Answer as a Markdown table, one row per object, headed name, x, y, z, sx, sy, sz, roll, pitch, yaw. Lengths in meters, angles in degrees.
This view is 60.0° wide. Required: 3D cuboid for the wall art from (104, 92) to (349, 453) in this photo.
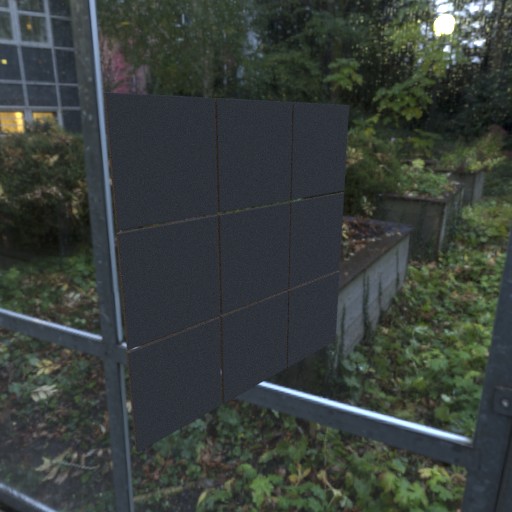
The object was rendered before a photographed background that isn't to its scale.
| name | x | y | z | sx | sy | sz | roll | pitch | yaw |
| --- | --- | --- | --- | --- | --- | --- | --- | --- | --- |
| wall art | 0.000 | 0.000 | 1.833 | 0.013 | 1.216 | 1.216 | 16 | 23 | 43 |
